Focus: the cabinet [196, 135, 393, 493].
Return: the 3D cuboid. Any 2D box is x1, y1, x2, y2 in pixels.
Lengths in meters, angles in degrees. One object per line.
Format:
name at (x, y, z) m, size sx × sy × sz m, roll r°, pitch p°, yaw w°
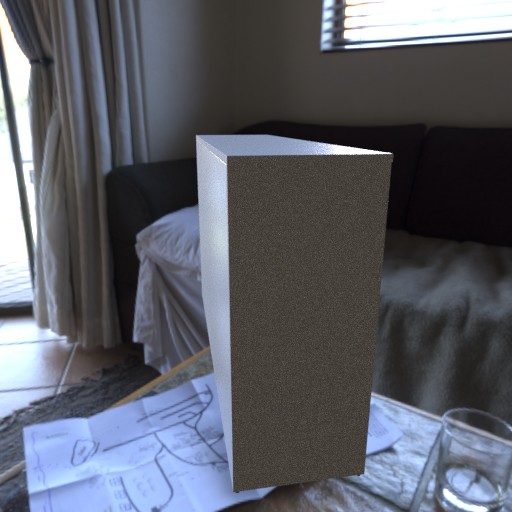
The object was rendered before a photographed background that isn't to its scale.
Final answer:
cabinet at (0.000, 0.000, 1.788) m, size 0.380 × 0.900 × 1.450 m, roll -3°, pitch 17°, yaw -10°
